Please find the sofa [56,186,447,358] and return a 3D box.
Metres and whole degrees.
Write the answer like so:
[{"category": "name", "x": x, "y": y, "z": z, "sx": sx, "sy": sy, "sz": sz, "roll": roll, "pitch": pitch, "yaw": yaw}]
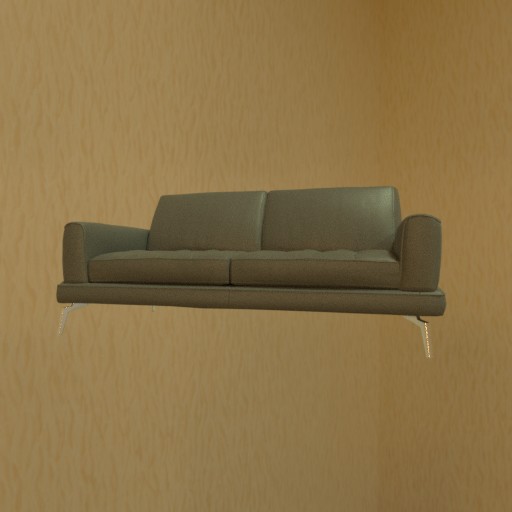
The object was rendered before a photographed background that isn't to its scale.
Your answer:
[{"category": "sofa", "x": 0.000, "y": 0.000, "z": 2.824, "sx": 2.177, "sy": 0.930, "sz": 1.121, "roll": 0, "pitch": 0, "yaw": 16}]
